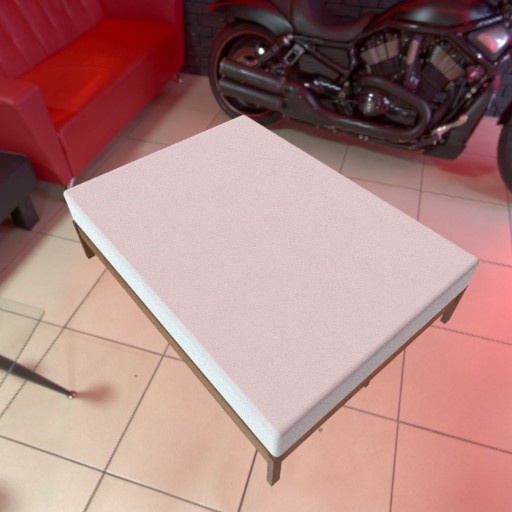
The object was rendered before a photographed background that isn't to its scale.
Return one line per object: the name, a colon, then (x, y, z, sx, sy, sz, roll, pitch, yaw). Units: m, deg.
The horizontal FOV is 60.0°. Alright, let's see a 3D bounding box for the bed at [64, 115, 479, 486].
bed: (0.000, 0.000, 2.825, 1.529, 0.593, 2.050, -32, 54, -26)
